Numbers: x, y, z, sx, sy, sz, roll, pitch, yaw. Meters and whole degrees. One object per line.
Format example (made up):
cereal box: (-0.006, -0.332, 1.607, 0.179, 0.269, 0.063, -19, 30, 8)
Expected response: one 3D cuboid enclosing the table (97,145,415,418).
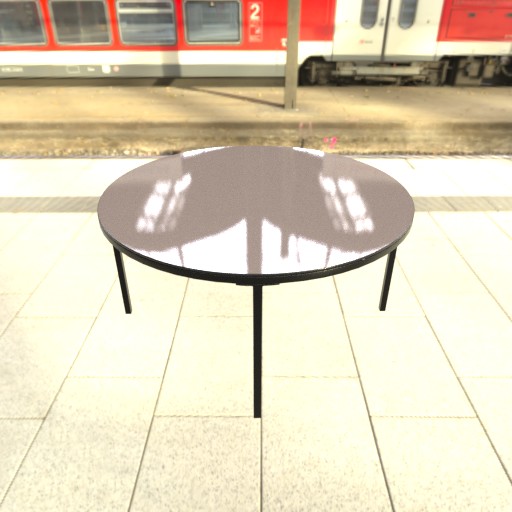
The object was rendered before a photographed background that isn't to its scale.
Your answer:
table: (0.000, 0.000, 1.267, 0.800, 0.400, 0.800, 0, 31, 0)
